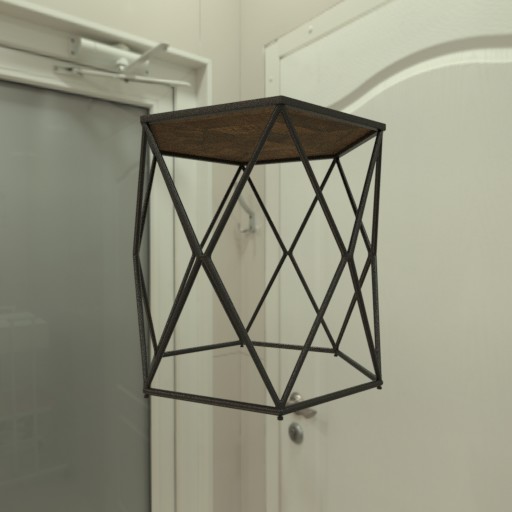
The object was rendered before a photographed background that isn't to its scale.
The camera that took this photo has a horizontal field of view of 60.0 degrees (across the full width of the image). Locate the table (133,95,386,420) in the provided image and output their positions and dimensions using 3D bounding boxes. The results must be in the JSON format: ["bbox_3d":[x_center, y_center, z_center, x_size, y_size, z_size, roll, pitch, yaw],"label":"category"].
[{"bbox_3d":[0.000,0.000,1.058,0.578,0.564,0.579,-1,1,-37],"label":"table"}]
